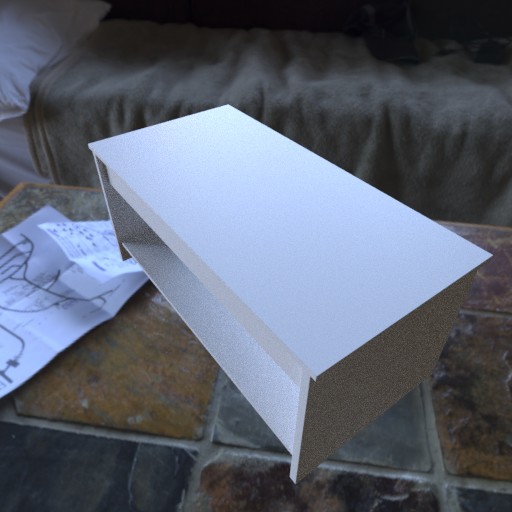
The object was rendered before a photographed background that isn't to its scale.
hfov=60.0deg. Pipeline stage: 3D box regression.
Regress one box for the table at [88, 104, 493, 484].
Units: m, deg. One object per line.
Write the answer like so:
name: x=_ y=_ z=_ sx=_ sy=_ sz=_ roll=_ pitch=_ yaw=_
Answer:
table: x=0.000 y=0.000 z=1.264 sx=0.500 sy=0.441 sz=1.000 roll=-26 pitch=47 yaw=-27
